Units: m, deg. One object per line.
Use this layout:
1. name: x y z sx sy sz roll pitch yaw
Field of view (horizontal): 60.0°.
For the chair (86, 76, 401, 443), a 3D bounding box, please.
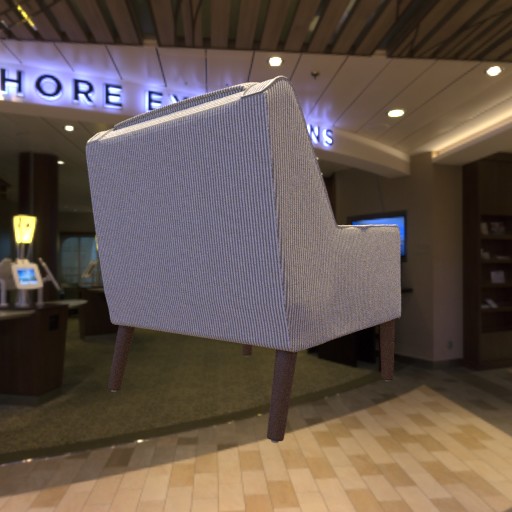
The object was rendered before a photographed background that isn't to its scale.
1. chair: 0.000 0.000 1.344 0.663 0.792 0.743 0 -1 38
